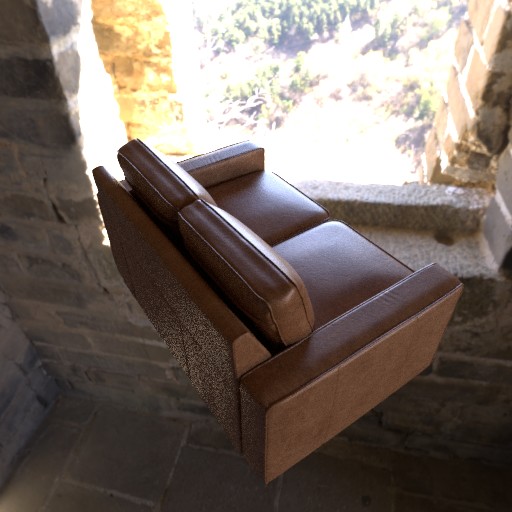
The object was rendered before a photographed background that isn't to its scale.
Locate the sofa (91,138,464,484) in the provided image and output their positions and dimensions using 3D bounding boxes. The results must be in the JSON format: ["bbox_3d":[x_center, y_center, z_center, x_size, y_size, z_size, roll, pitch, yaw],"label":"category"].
[{"bbox_3d":[0.000,0.000,2.101,1.020,0.896,1.532,-25,47,-25],"label":"sofa"}]
